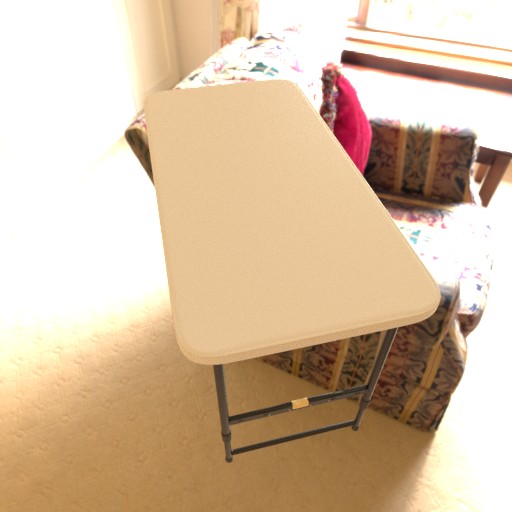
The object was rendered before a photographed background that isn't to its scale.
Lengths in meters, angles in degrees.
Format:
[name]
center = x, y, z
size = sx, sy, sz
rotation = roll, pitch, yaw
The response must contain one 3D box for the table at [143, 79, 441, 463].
[table]
center = 0.000, 0.000, 1.605
size = 0.610, 0.737, 1.219
rotation = -10, 46, -10
